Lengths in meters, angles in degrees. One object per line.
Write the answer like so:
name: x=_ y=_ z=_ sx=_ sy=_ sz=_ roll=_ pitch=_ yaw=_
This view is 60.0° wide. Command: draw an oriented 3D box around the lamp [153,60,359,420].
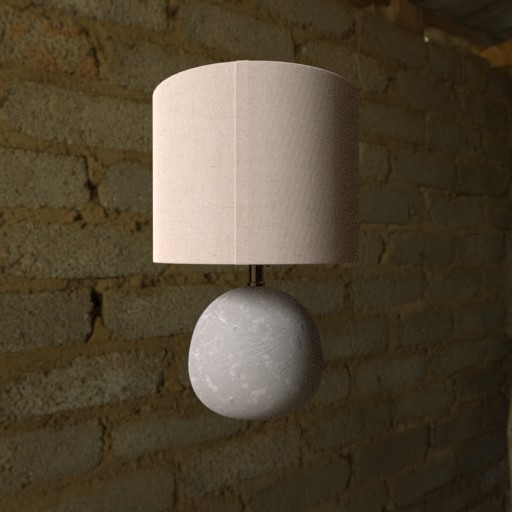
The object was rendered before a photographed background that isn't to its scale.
lamp: x=0.000 y=0.000 z=0.595 sx=0.269 sy=0.409 sz=0.269 roll=0 pitch=1 yaw=18
